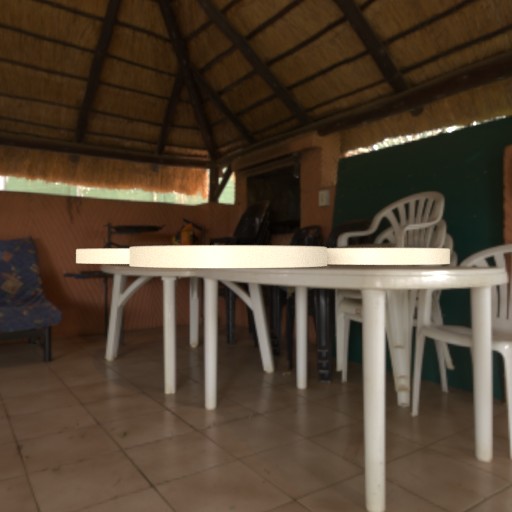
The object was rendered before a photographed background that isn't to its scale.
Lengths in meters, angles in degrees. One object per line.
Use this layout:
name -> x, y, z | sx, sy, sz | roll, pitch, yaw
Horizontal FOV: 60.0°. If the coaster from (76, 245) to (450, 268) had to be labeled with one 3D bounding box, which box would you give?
coaster -> 0.000, 0.000, 0.328 | 0.224, 0.010, 0.220 | 0, 0, -35
